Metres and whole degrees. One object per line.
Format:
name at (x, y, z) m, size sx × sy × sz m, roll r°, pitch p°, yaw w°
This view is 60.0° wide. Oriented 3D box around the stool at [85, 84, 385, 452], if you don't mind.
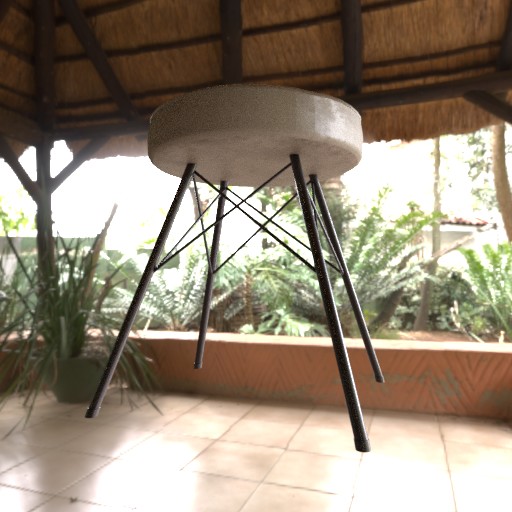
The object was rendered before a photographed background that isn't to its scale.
stool at (0.000, 0.000, 0.861) m, size 0.457 × 0.538 × 0.423 m, roll -1°, pitch -3°, yaw 19°
